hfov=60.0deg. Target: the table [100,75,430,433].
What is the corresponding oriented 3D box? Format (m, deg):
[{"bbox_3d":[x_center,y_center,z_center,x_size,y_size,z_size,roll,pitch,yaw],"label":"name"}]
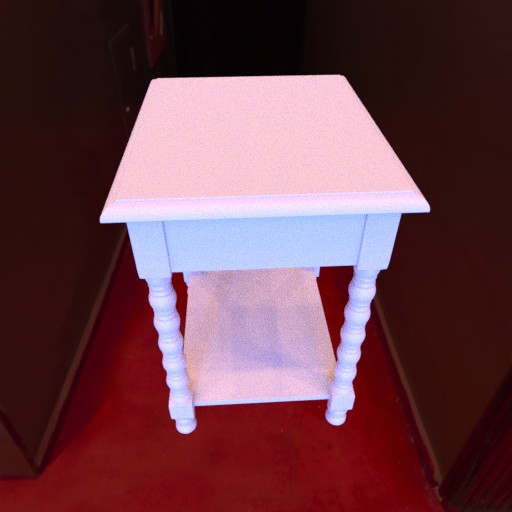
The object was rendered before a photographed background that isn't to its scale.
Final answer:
[{"bbox_3d":[0.000,0.000,0.844,0.381,0.531,0.460,-2,40,-3],"label":"table"}]
